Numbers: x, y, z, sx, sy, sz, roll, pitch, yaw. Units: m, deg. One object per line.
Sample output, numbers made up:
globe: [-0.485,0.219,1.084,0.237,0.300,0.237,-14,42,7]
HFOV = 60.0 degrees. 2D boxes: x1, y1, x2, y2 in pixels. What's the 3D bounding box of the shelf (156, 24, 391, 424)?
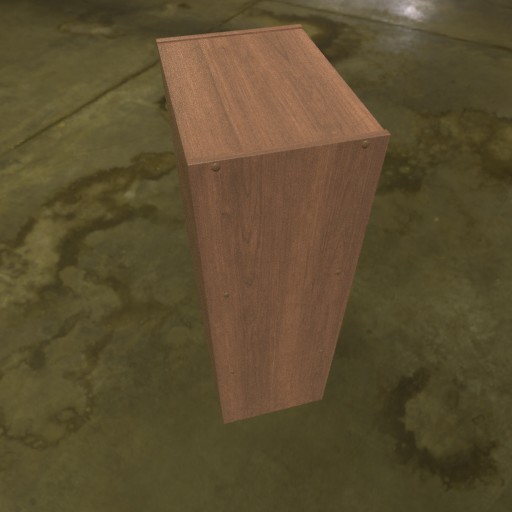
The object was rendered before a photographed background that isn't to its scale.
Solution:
shelf: [0.000,0.000,1.065,0.290,0.879,0.414,-11,49,-10]
